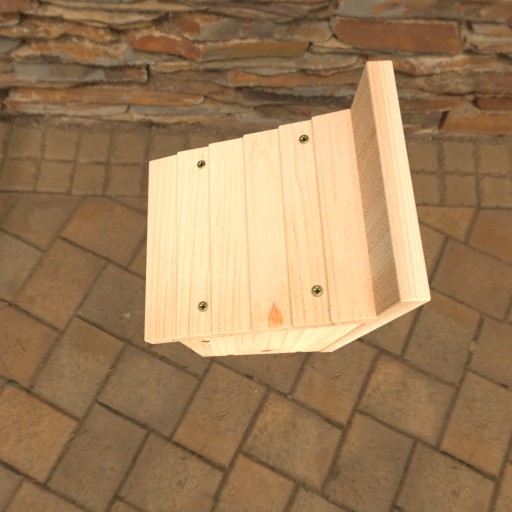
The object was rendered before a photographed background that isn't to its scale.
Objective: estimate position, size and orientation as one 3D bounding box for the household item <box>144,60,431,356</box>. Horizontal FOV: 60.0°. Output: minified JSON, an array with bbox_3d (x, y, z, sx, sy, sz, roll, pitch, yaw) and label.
[{"bbox_3d":[0.000,0.000,0.386,0.171,0.300,0.149,-3,73,-1],"label":"household item"}]
